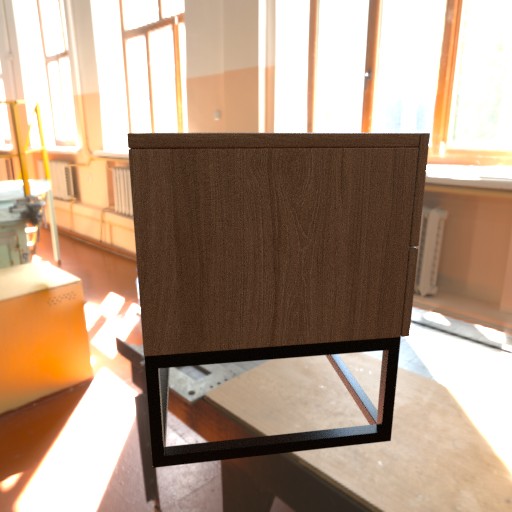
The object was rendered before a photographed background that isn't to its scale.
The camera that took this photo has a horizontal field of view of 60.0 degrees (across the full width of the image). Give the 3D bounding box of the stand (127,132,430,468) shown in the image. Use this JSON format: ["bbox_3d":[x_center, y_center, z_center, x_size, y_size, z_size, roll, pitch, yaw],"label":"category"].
[{"bbox_3d":[0.000,0.000,0.933,0.420,0.500,0.600,-2,16,-9],"label":"stand"}]
